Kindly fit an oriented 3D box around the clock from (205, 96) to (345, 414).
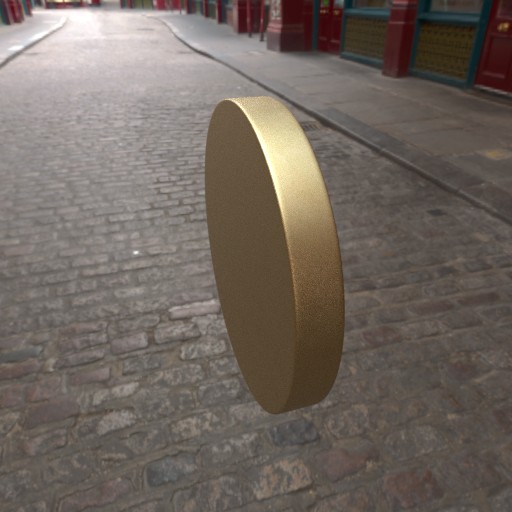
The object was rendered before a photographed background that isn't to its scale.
[{"bbox_3d":[0.000,0.000,0.465,0.040,0.314,0.314,-9,31,-15],"label":"clock"}]
